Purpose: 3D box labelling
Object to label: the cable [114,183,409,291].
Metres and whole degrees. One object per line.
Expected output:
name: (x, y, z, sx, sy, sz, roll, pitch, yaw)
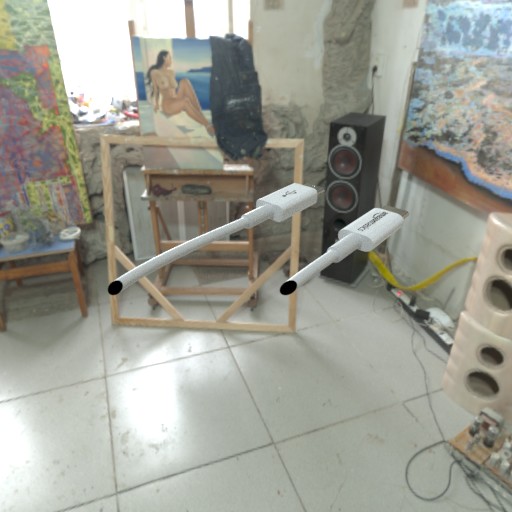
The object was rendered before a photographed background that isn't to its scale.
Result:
cable: (0.000, 0.000, 0.112, 0.040, 0.006, 0.098, 23, 37, 34)
